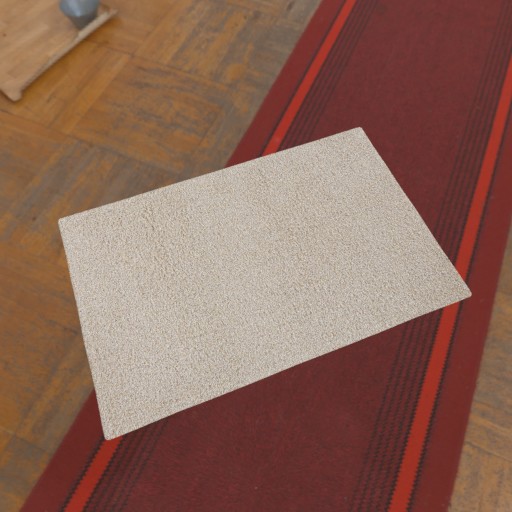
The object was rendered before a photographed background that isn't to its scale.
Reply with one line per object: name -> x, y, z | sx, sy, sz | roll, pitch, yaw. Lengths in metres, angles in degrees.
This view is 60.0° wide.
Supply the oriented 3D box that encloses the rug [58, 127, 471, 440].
rug -> 0.000, 0.000, 3.428 | 2.743, 0.030, 1.778 | -19, 64, -10
